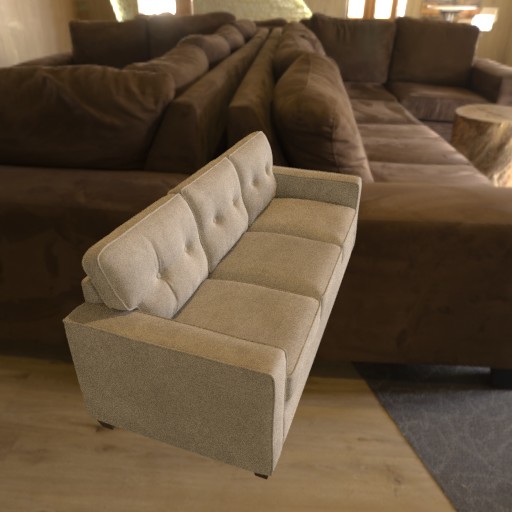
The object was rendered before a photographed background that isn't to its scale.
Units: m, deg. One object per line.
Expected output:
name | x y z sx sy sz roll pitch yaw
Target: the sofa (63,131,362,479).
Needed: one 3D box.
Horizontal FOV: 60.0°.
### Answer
sofa | 0.000 0.000 2.599 0.939 0.965 2.133 10 32 17
